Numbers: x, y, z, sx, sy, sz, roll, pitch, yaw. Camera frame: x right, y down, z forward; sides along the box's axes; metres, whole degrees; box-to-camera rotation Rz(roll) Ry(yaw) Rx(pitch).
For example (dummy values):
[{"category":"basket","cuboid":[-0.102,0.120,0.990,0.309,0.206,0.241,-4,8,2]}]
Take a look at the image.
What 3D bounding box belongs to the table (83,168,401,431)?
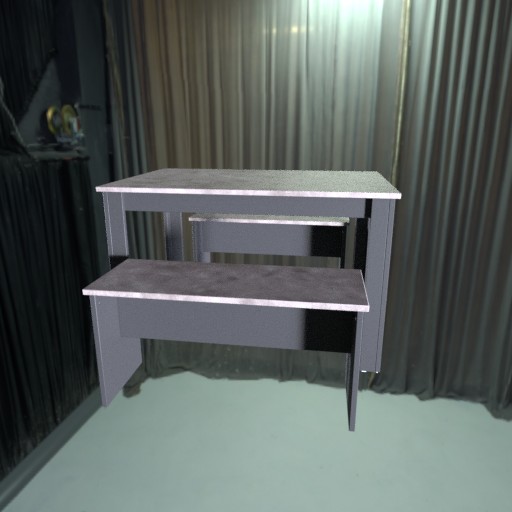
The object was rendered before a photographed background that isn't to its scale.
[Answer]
[{"category":"table","cuboid":[0.000,0.000,2.012,1.100,0.700,1.443,2,17,8]}]
